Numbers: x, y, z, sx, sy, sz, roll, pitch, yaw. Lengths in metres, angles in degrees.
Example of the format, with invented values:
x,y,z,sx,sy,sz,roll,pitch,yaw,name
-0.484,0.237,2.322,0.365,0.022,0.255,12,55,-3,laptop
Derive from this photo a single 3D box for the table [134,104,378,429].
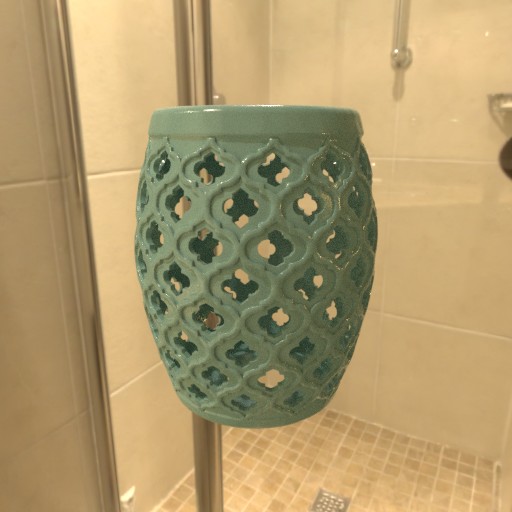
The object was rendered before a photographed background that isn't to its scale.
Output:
x,y,z,sx,sy,sz,roll,pitch,yaw,name
0.000,0.000,0.619,0.325,0.388,0.325,0,16,0,table
